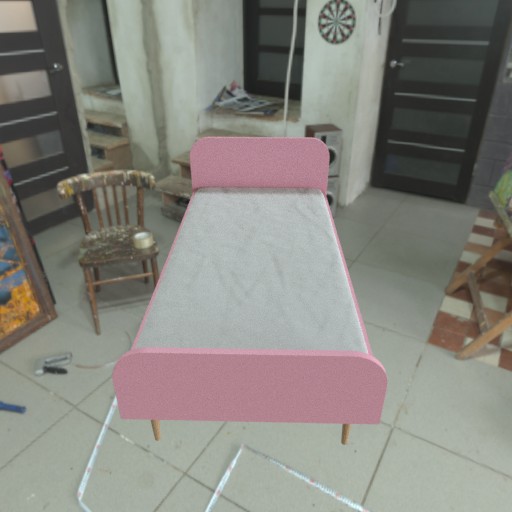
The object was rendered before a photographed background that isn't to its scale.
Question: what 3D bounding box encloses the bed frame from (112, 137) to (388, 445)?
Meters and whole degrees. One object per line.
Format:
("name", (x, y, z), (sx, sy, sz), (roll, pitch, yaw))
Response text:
("bed frame", (0.000, 0.000, 2.474), (0.998, 0.805, 1.963), (1, 30, 1))
